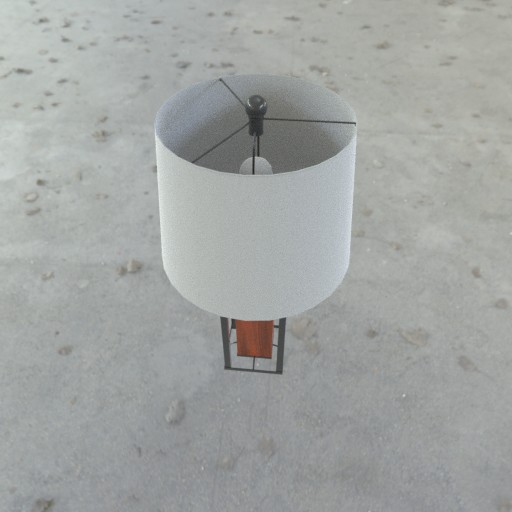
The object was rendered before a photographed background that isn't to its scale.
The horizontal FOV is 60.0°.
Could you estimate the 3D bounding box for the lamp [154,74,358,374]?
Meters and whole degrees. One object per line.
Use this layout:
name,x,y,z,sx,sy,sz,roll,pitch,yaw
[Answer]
lamp,0.000,0.000,0.781,0.320,0.591,0.320,0,46,0
